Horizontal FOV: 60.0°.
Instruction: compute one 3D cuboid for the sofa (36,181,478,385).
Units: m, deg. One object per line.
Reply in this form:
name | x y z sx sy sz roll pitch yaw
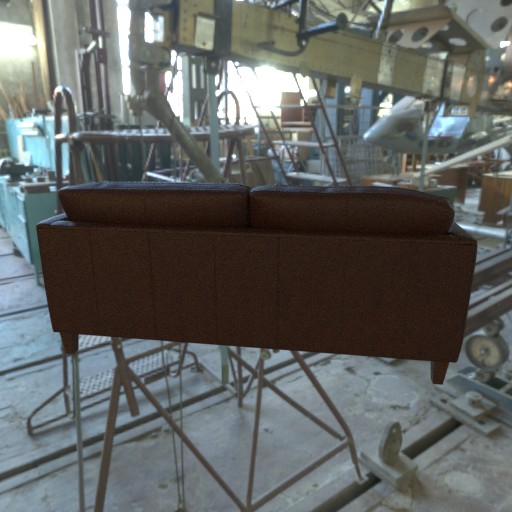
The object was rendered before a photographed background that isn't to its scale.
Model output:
sofa | 0.000 0.000 2.416 1.971 0.863 0.923 3 17 8
